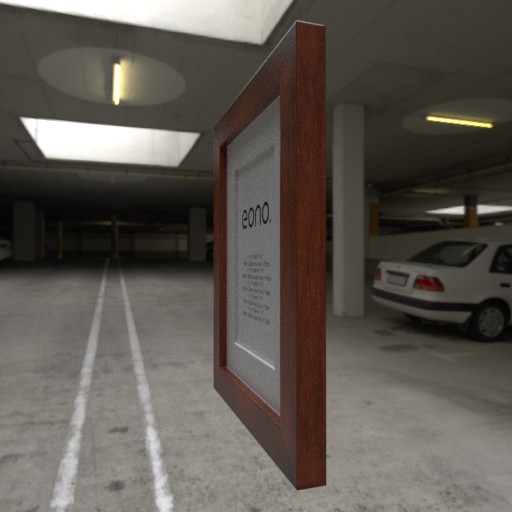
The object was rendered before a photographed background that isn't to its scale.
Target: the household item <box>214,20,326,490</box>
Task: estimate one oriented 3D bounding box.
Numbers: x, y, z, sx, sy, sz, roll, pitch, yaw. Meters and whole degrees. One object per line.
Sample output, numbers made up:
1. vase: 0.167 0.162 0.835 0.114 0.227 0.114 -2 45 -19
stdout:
1. household item: 0.000 0.000 0.334 0.020 0.250 0.200 0 -1 -18
